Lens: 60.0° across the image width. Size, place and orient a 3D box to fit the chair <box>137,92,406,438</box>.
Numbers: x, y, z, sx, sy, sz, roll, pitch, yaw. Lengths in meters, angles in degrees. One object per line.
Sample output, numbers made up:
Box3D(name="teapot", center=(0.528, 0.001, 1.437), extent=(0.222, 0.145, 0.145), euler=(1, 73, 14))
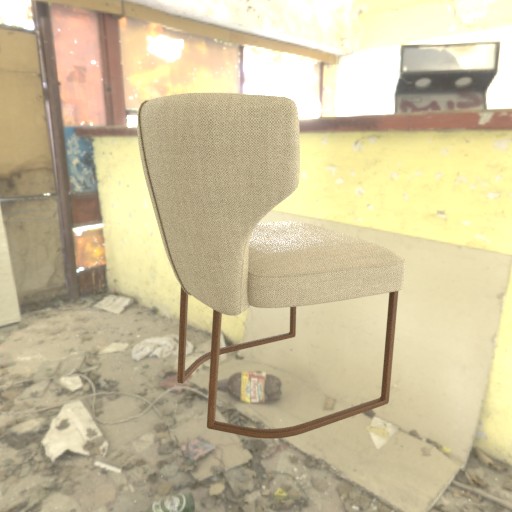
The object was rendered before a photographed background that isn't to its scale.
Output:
Box3D(name="chair", center=(0.000, 0.000, 1.253), extent=(0.617, 0.824, 0.611), euler=(-7, 16, -26))
